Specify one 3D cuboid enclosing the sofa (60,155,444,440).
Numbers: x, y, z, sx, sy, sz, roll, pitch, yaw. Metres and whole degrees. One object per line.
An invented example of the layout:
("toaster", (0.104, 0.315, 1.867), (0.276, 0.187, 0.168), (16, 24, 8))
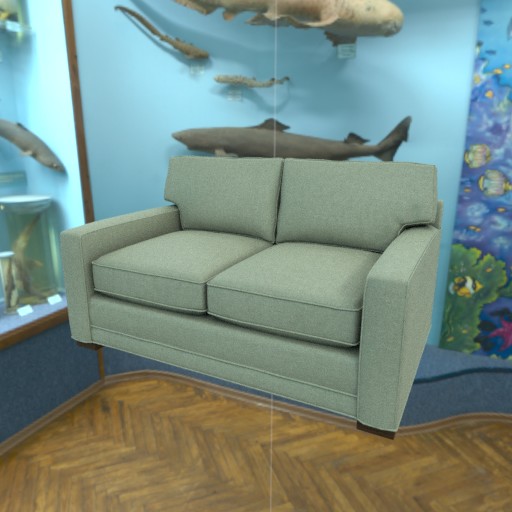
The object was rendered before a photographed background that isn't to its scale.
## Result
("sofa", (0.000, 0.000, 2.032), (1.484, 0.853, 0.940), (8, 17, 26))
